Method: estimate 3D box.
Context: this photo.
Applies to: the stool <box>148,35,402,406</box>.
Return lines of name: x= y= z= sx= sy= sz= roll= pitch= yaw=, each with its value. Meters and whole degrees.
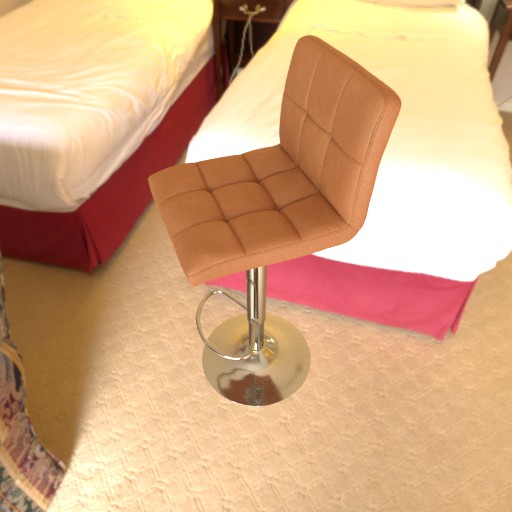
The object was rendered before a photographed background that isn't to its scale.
stool: x=0.000 y=0.000 z=1.352 sx=0.505 sy=1.115 sz=0.430 roll=-16 pitch=47 yaw=-16
